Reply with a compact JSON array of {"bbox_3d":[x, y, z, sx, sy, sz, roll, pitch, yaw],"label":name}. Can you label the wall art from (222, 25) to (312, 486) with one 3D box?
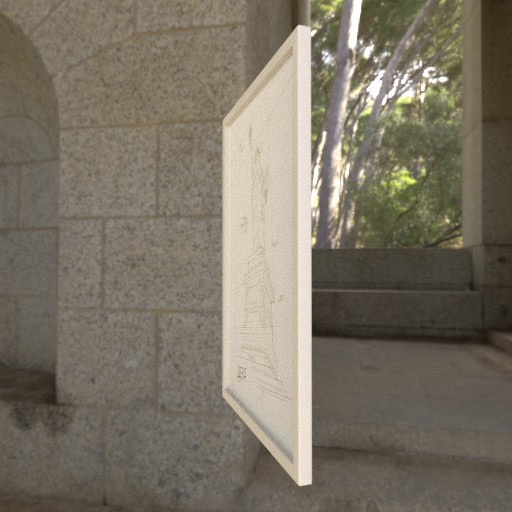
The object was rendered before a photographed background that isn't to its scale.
[{"bbox_3d":[0.000,0.000,1.047,0.026,0.813,0.556,0,-1,-18],"label":"wall art"}]
